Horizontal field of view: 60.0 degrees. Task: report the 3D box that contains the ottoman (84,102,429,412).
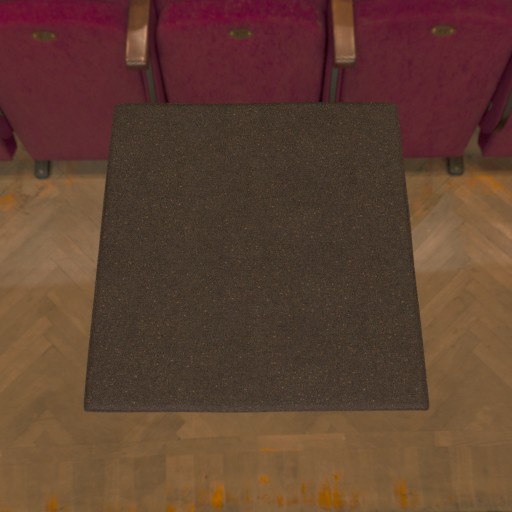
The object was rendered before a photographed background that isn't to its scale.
[{"bbox_3d":[0.000,0.000,1.526,0.968,0.382,1.004,0,74,0],"label":"ottoman"}]
